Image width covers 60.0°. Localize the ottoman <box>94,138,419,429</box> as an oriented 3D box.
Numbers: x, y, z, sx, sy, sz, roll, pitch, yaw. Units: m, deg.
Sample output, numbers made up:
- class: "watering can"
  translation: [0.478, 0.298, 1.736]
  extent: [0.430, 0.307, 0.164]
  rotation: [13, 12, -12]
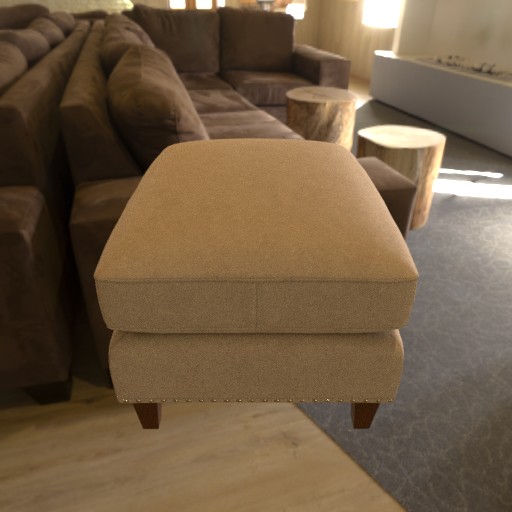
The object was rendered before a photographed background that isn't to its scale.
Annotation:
- class: "ottoman"
  translation: [0.000, 0.000, 1.159]
  extent: [0.584, 0.513, 0.741]
  rotation: [0, 31, 0]
